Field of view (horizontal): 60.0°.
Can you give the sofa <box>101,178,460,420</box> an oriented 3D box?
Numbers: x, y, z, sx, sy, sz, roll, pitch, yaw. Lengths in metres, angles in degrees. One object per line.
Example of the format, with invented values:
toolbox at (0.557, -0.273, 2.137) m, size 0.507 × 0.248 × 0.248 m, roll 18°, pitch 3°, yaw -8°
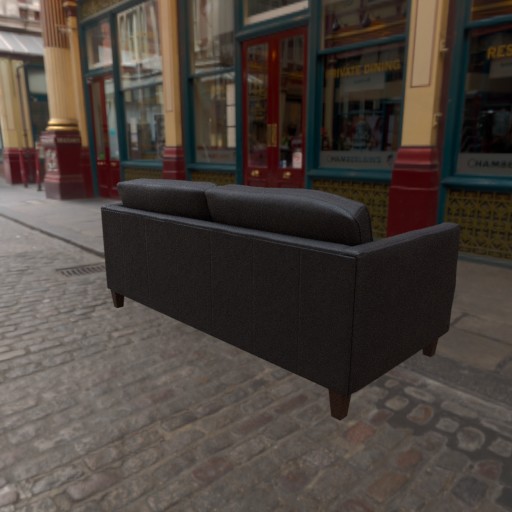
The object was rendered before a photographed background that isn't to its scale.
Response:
sofa at (0.000, 0.000, 2.558) m, size 0.933 × 0.863 × 1.971 m, roll -12°, pitch 18°, yaw -43°
